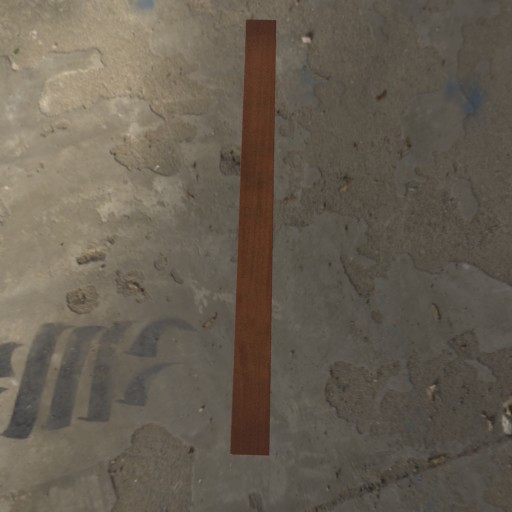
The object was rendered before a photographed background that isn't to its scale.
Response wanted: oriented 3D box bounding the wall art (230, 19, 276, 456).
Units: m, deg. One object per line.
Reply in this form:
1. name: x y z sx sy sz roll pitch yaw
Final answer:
1. wall art: 0.000 0.000 0.549 0.030 0.328 0.401 1 76 0
